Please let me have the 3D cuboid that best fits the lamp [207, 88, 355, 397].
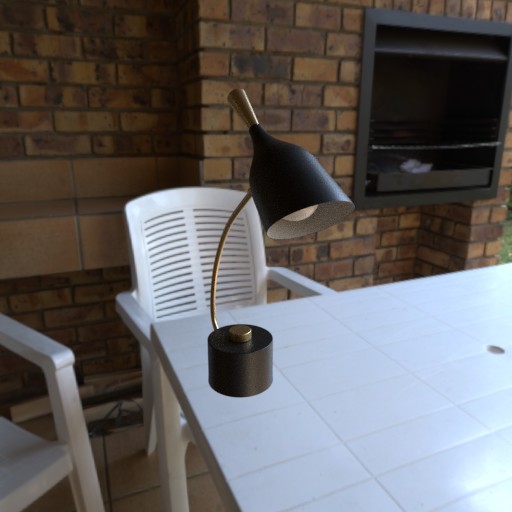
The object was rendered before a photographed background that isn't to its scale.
[{"bbox_3d":[0.000,0.000,0.644,0.110,0.464,0.352,-8,18,-27],"label":"lamp"}]
